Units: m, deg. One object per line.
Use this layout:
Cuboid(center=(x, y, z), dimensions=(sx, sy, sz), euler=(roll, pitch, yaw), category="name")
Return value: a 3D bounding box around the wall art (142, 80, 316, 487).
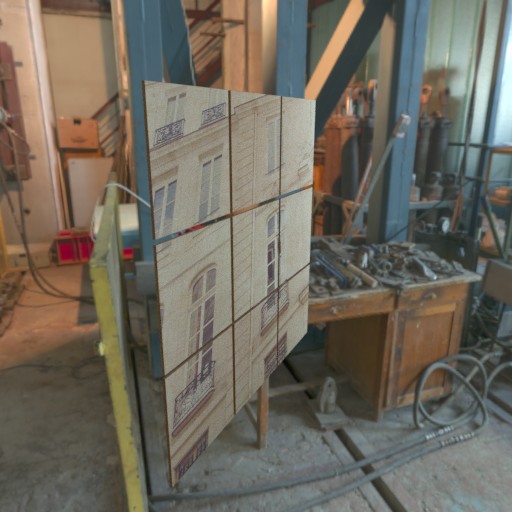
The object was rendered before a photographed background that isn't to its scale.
Cuboid(center=(0.000, 0.000, 2.209), dimensions=(0.023, 1.522, 1.526), euler=(8, 19, 26), category="wall art")
